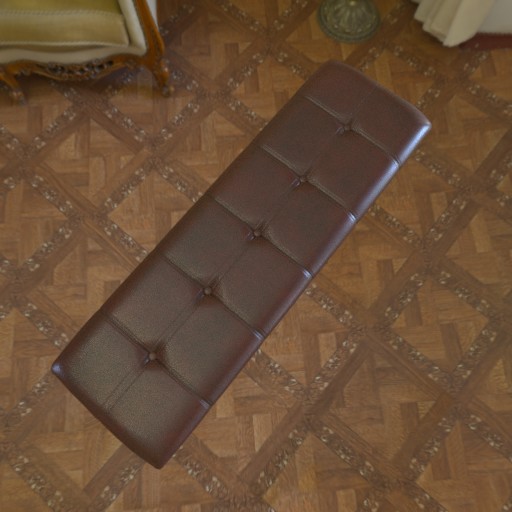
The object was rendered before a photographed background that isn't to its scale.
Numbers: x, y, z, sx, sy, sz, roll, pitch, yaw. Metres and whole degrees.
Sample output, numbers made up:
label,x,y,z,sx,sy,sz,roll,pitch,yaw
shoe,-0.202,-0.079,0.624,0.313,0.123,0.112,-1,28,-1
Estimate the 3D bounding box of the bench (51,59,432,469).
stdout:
label,x,y,z,sx,sy,sz,roll,pitch,yaw
bench,0.000,0.000,1.440,0.401,0.491,1.259,38,77,10
